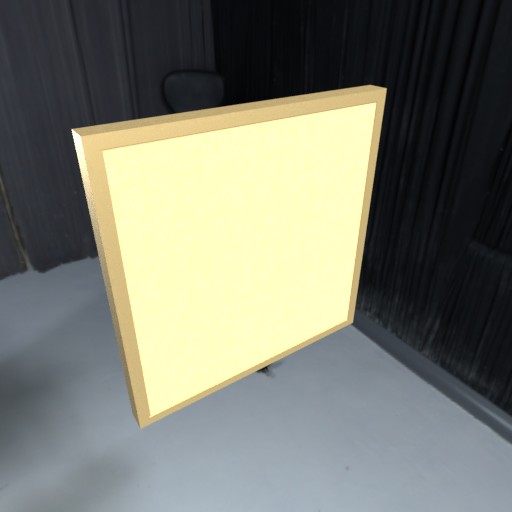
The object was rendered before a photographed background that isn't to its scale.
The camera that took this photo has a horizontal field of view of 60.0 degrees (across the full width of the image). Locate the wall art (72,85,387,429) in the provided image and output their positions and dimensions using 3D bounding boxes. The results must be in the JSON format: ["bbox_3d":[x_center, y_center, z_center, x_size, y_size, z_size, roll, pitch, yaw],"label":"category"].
[{"bbox_3d":[0.000,0.000,1.949,1.284,1.284,0.095,-19,36,-29],"label":"wall art"}]
